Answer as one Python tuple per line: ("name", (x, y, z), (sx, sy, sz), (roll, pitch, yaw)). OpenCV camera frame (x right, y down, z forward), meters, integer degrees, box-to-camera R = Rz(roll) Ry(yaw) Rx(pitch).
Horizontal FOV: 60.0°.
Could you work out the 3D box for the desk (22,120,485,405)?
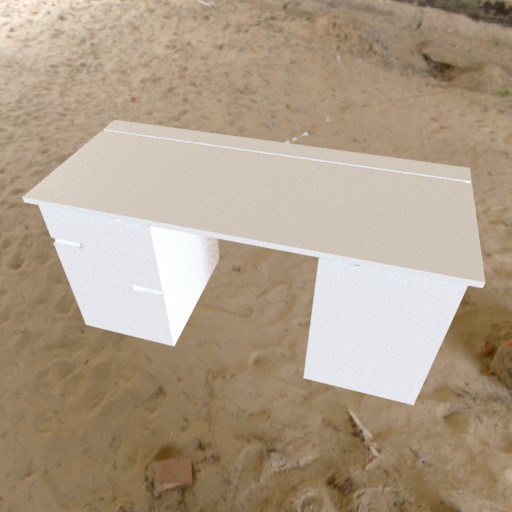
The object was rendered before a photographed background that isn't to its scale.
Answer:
("desk", (0.000, 0.000, 1.944), (1.580, 0.760, 0.670), (11, 43, 12))
